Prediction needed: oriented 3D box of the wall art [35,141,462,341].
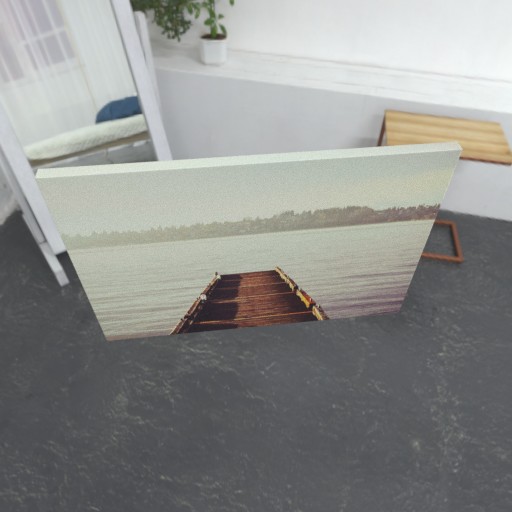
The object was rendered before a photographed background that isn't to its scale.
[{"bbox_3d":[0.000,0.000,1.472,1.149,0.765,0.040,-5,47,-5],"label":"wall art"}]
